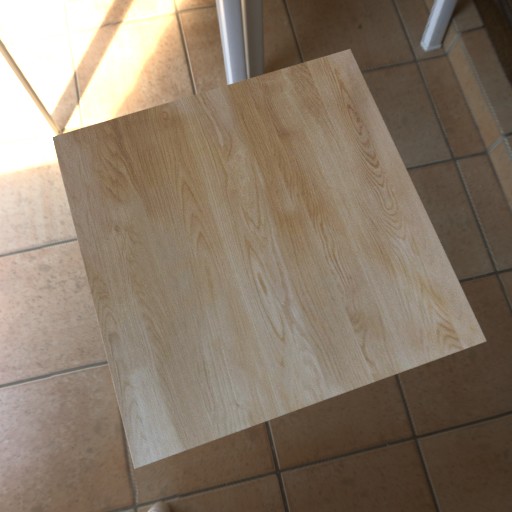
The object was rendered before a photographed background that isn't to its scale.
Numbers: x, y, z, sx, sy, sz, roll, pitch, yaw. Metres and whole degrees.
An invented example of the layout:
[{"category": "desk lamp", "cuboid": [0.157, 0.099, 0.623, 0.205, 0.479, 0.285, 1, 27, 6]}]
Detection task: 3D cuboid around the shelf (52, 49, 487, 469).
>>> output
[{"category": "shelf", "cuboid": [0.000, 0.000, 1.396, 0.899, 0.480, 0.899, -18, 76, -5]}]
